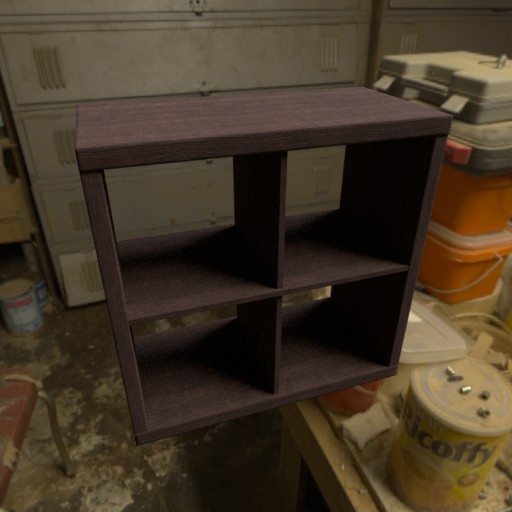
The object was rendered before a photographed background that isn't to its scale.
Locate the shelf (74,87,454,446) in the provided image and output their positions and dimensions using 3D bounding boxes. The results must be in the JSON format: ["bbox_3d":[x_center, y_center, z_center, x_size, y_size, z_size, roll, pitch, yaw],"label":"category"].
[{"bbox_3d":[0.000,0.000,1.228,0.790,0.786,0.390,-10,32,-16],"label":"shelf"}]
